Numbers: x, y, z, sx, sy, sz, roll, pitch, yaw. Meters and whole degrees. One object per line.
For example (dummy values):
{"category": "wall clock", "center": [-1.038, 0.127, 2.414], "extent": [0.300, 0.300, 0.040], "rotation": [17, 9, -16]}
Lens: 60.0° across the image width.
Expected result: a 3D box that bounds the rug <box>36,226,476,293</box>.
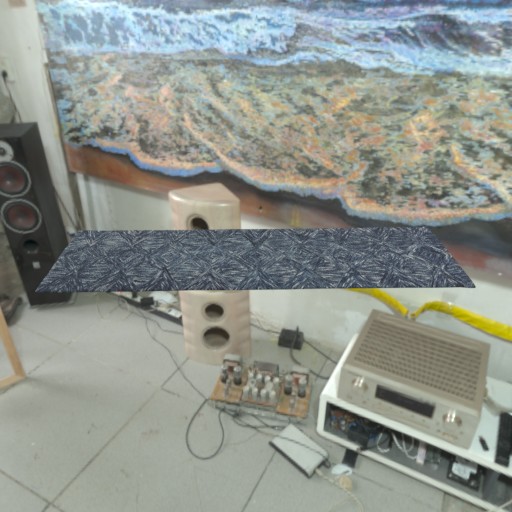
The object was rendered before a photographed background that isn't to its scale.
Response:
{"category": "rug", "center": [0.000, 0.000, 2.608], "extent": [2.306, 0.013, 0.719], "rotation": [-1, 30, -1]}
